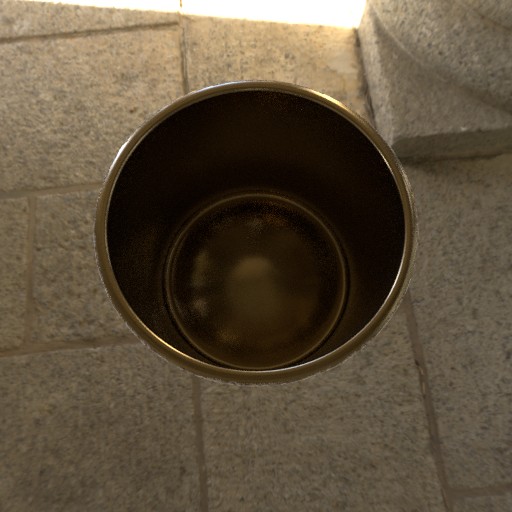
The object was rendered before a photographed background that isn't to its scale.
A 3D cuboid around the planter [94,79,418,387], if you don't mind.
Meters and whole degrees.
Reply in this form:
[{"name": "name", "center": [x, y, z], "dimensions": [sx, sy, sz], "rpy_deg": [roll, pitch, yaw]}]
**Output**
[{"name": "planter", "center": [0.000, 0.000, 0.445], "dimensions": [0.254, 0.221, 0.254], "rpy_deg": [0, 74, 0]}]
